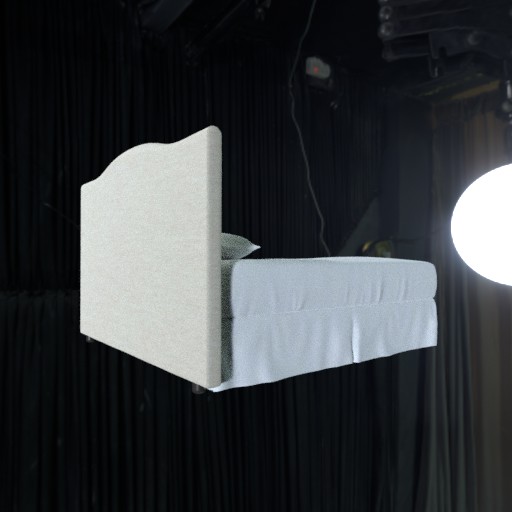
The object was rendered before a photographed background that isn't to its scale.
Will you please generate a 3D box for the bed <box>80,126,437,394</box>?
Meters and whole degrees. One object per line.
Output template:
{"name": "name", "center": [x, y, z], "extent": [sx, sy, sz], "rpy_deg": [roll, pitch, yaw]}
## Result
{"name": "bed", "center": [0.000, 0.000, 3.597], "extent": [2.182, 1.421, 2.083], "rpy_deg": [0, -1, -37]}
